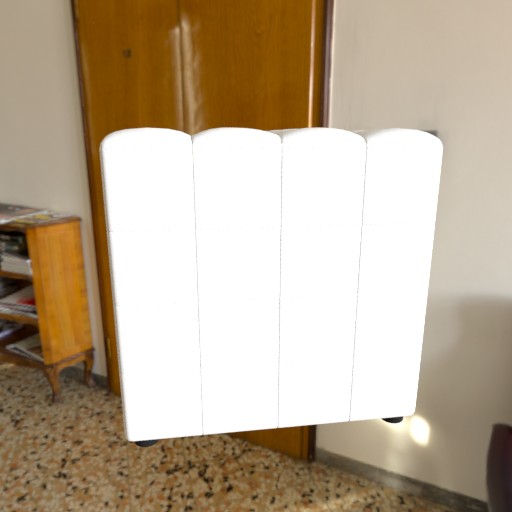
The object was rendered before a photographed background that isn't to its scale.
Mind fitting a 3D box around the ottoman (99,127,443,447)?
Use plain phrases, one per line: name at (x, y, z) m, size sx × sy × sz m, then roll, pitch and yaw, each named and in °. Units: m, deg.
ottoman at (0.000, 0.000, 0.785) m, size 0.425 × 0.432 × 0.425 m, roll -2°, pitch 15°, yaw -8°
